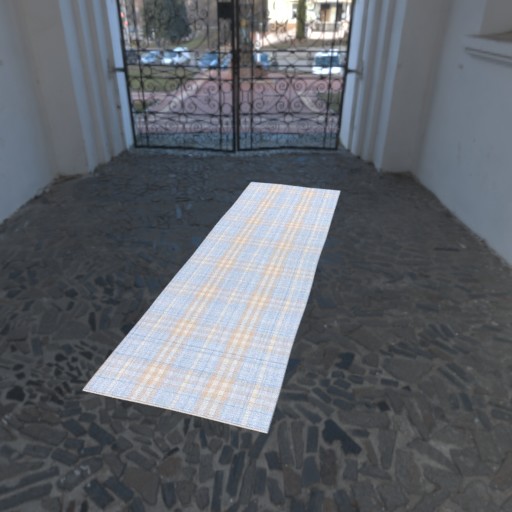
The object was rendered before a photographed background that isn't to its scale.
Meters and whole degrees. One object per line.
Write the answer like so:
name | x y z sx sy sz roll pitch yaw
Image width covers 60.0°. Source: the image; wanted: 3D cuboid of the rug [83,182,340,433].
rug | 0.000 0.000 2.701 0.762 0.013 2.439 8 31 13
